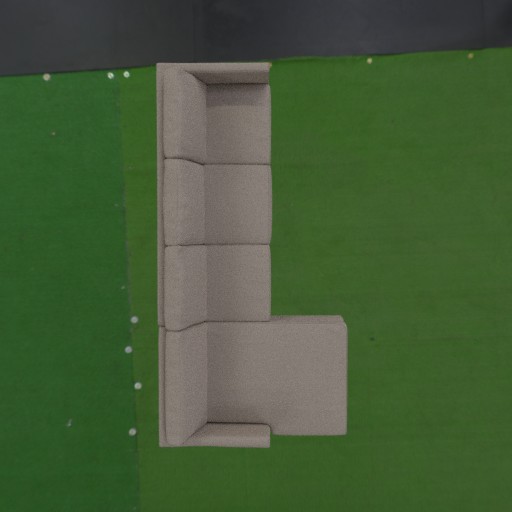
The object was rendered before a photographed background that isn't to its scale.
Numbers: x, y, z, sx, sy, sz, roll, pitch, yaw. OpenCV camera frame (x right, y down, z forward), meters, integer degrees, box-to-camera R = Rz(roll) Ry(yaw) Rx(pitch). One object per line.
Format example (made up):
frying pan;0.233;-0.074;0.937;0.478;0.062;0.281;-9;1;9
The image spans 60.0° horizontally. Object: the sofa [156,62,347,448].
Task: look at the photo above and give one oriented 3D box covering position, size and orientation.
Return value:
sofa;0.000;0.000;3.883;1.625;0.846;3.186;0;91;1
